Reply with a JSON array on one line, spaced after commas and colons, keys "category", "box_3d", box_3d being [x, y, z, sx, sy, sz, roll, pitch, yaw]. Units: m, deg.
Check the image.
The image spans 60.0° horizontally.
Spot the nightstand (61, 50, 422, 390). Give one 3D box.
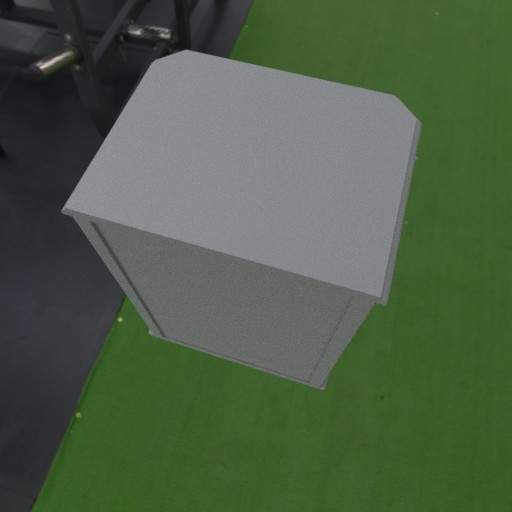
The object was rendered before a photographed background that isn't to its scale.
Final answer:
[{"category": "nightstand", "box_3d": [0.000, 0.000, 0.942, 0.450, 0.680, 0.350, 16, 64, 8]}]
